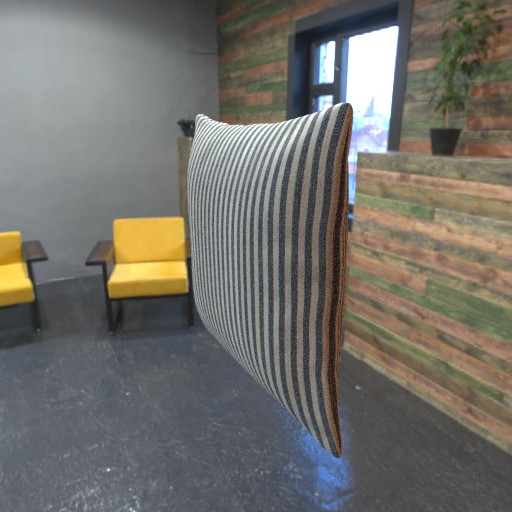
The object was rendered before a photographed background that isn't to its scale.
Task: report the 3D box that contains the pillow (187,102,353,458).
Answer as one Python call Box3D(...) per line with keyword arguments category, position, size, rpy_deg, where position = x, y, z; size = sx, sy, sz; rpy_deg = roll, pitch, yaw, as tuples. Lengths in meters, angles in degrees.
Box3D(category="pillow", position=(0.000, 0.000, 0.813), size=(0.166, 0.510, 0.523), rpy_deg=(-8, 18, -26))
